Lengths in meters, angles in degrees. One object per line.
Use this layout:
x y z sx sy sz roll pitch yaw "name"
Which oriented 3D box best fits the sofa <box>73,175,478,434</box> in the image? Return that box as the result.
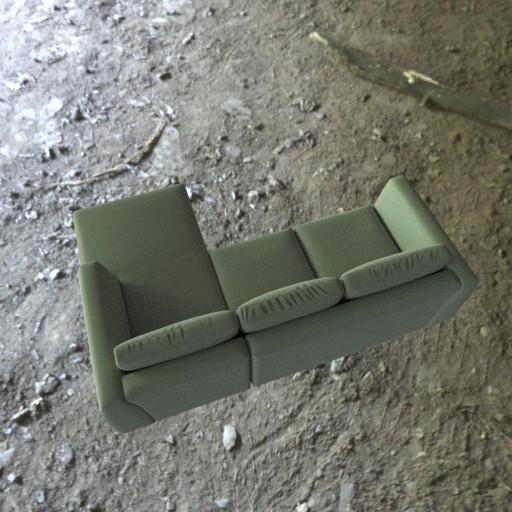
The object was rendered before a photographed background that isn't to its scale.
0.000 0.000 3.030 2.300 0.860 1.580 -16 59 -10 "sofa"
